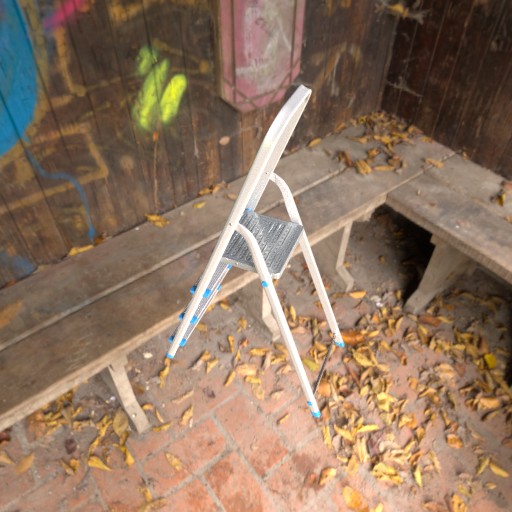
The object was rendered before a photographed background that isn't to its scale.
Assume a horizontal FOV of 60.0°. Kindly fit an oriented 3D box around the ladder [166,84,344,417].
[{"bbox_3d":[0.000,0.000,1.833,0.842,1.434,0.445,17,48,16],"label":"ladder"}]
